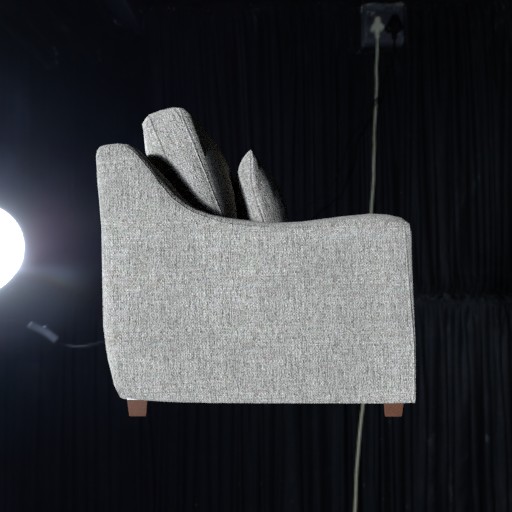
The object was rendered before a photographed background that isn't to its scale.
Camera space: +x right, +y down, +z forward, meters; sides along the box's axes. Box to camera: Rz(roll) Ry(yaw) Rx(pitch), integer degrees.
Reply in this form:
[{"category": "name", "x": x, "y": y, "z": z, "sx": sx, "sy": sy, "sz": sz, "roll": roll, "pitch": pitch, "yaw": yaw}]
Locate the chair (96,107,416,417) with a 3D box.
[{"category": "chair", "x": 0.000, "y": 0.000, "z": 1.918, "sx": 1.009, "sy": 1.037, "sz": 1.138, "roll": 0, "pitch": -2, "yaw": 0}]
